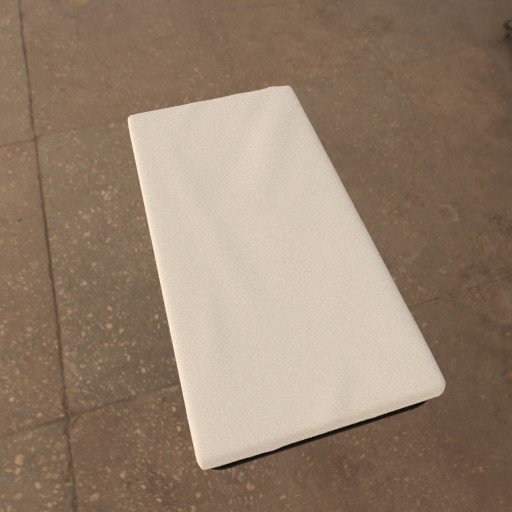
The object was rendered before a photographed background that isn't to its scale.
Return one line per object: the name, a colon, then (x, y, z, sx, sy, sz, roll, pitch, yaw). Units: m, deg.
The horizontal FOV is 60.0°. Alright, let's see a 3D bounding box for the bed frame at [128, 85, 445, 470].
bed frame: (0.000, 0.000, 2.315, 0.989, 0.619, 1.903, -14, 59, -9)
